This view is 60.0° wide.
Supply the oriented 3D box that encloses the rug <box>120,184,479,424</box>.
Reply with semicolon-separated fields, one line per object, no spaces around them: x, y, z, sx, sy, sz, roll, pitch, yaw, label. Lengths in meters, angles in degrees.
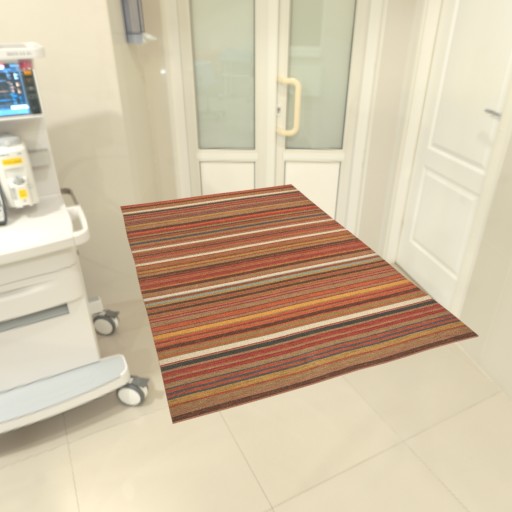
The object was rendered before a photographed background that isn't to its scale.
0.000;0.000;2.312;1.217;0.007;1.828;-10;31;-17;rug
